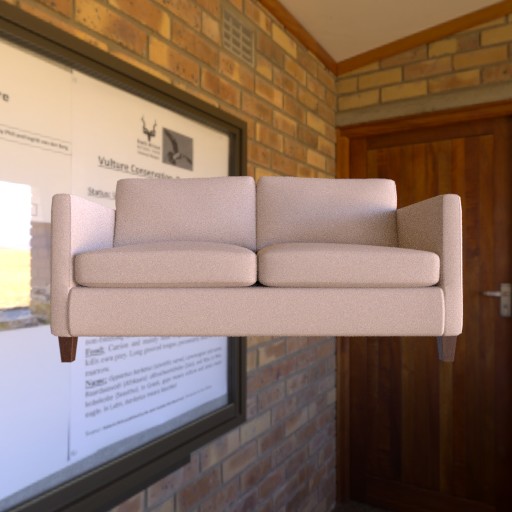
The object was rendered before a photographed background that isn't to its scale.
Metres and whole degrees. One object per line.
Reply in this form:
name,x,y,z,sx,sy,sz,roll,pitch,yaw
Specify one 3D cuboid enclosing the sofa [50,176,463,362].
sofa,0.000,0.000,2.234,1.722,0.888,0.873,0,-1,-1
